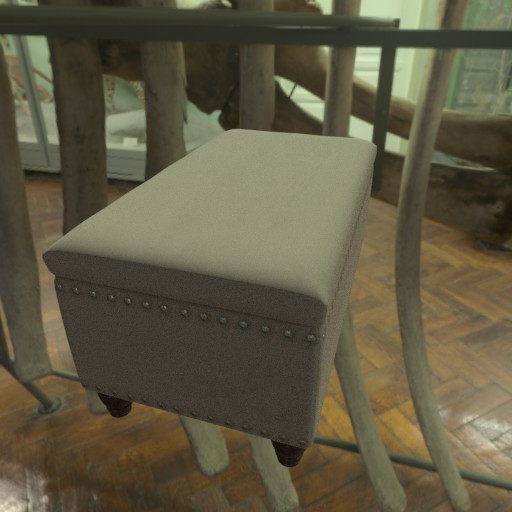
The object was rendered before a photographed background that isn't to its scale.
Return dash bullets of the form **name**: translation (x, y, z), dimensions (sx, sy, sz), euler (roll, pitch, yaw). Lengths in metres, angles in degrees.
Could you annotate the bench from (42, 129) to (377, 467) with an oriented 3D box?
- **bench**: translation (0.000, 0.000, 1.159), dimensions (0.500, 0.449, 0.887), euler (9, 31, 16)
